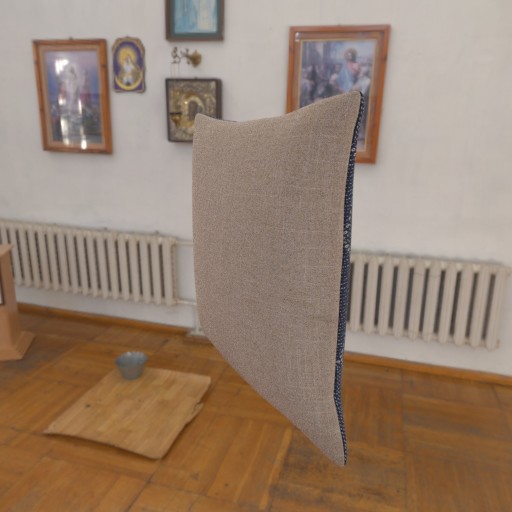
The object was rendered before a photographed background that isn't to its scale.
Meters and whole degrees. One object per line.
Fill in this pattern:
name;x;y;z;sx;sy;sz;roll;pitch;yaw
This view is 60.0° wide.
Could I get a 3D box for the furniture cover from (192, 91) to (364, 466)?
furniture cover;0.000;0.000;0.777;0.162;0.503;0.511;-8;17;-27
